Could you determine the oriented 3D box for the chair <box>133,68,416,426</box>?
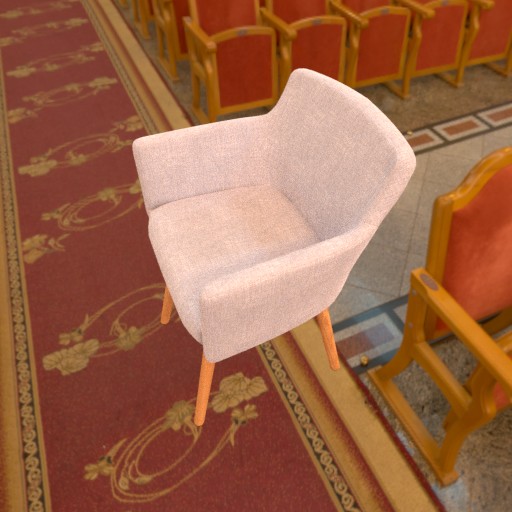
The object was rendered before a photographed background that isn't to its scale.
[{"bbox_3d":[0.000,0.000,1.168,0.540,0.780,0.570,-17,48,-16],"label":"chair"}]
